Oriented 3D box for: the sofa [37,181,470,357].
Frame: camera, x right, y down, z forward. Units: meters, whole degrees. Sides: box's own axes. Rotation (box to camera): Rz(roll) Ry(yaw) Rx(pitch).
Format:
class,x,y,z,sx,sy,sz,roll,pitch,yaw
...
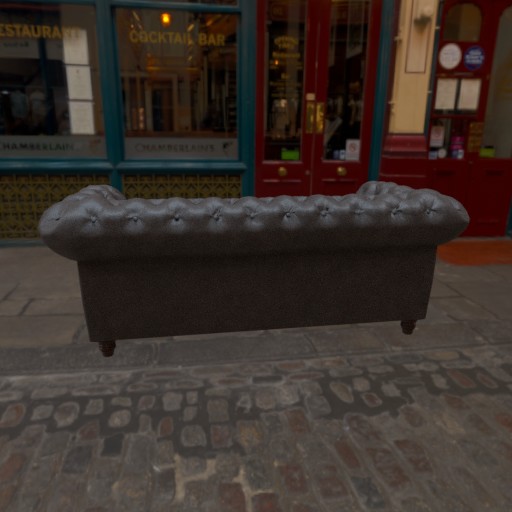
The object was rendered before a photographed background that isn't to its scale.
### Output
class,x,y,z,sx,sy,sz,roll,pitch,yaw
sofa,0.000,0.000,2.478,2.048,0.779,0.944,-2,15,-9
